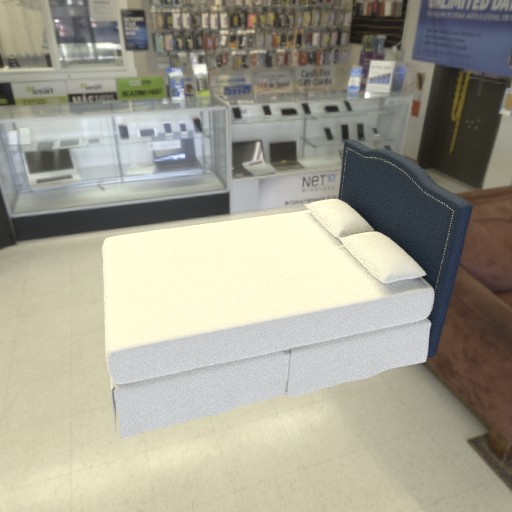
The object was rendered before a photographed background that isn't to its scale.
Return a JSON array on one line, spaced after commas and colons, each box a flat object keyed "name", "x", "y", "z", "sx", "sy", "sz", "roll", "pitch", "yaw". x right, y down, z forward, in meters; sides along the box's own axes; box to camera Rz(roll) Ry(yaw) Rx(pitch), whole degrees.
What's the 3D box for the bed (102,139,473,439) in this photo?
[{"name": "bed", "x": 0.000, "y": 0.000, "z": 3.586, "sx": 2.507, "sy": 1.441, "sz": 1.741, "roll": -9, "pitch": 31, "yaw": -15}]
